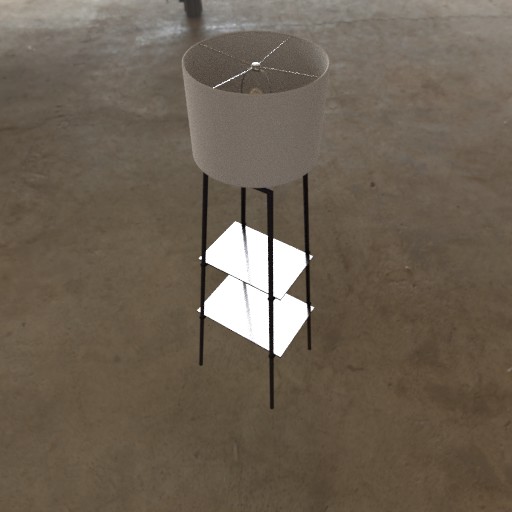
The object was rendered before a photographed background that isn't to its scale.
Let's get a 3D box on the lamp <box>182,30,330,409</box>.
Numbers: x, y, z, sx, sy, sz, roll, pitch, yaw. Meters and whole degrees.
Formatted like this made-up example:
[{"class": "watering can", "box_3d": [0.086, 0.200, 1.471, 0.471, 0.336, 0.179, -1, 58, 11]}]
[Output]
[{"class": "lamp", "box_3d": [0.000, 0.000, 1.667, 0.427, 1.474, 0.384, 25, 52, 22]}]
